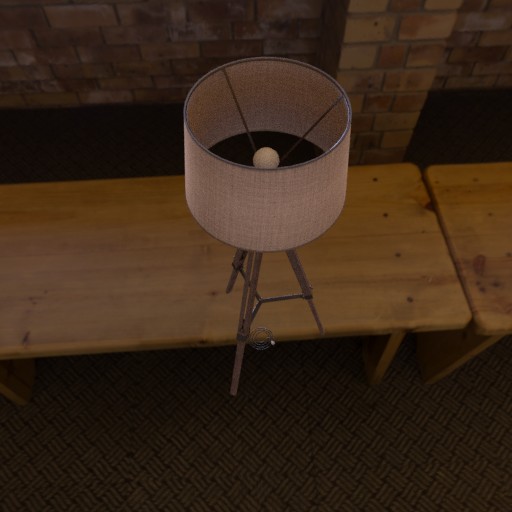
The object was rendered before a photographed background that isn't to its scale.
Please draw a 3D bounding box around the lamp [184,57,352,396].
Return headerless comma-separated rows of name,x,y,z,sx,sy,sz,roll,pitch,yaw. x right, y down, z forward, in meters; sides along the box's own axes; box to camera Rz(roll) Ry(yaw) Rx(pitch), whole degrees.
lamp,0.000,0.000,1.771,0.604,1.510,0.587,-31,63,-18
